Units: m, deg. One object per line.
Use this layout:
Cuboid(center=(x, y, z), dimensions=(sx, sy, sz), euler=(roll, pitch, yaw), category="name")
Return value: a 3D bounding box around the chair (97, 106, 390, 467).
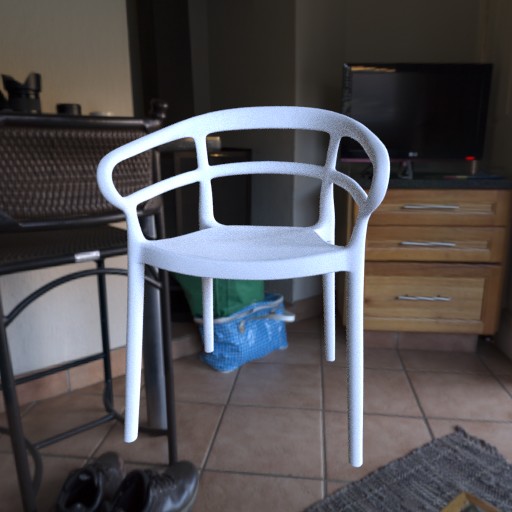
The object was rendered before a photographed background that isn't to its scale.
Cuboid(center=(0.000, 0.000, 1.100), dimensions=(0.559, 0.761, 0.527), euler=(2, 13, 9), category="chair")
